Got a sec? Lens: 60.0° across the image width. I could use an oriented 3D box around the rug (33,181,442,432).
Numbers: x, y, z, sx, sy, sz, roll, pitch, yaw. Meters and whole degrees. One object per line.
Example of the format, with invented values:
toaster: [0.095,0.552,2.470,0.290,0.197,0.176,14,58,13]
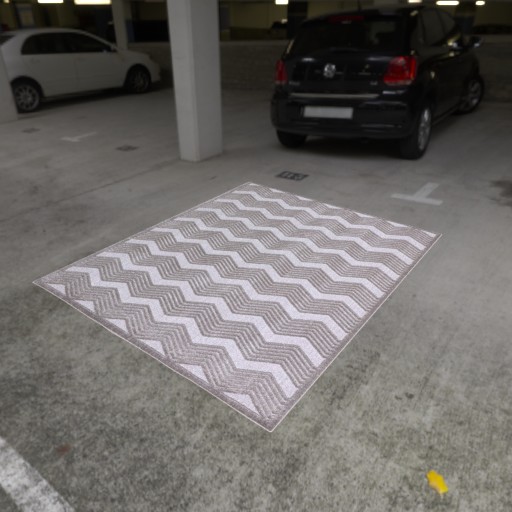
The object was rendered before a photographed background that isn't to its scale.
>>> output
rug: [0.000,0.000,3.973,2.391,0.005,2.880,21,36,32]
